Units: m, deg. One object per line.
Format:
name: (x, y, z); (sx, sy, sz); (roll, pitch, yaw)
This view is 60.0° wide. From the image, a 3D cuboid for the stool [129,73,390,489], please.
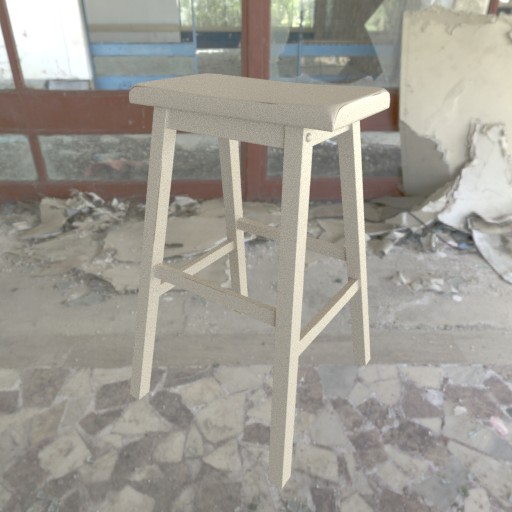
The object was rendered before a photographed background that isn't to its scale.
stool: (0.000, 0.000, 1.020); (0.457, 0.737, 0.476); (18, 33, 30)
